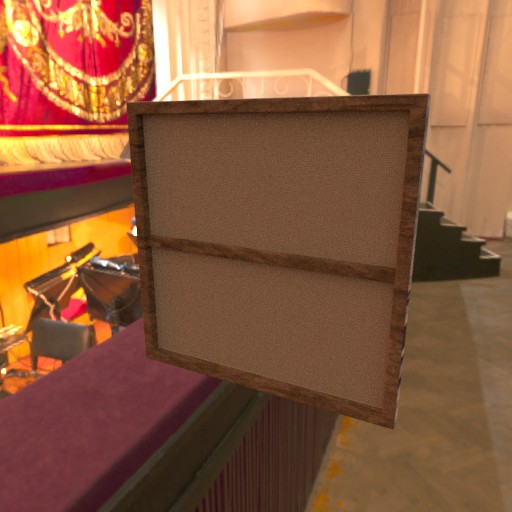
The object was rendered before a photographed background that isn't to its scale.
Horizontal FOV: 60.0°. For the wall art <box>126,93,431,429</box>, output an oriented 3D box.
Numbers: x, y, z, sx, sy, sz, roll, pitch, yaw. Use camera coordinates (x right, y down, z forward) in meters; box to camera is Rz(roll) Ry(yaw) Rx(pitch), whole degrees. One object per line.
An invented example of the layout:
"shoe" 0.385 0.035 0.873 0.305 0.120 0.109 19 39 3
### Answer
"wall art" 0.000 0.000 1.115 0.747 0.747 0.035 8 18 26
